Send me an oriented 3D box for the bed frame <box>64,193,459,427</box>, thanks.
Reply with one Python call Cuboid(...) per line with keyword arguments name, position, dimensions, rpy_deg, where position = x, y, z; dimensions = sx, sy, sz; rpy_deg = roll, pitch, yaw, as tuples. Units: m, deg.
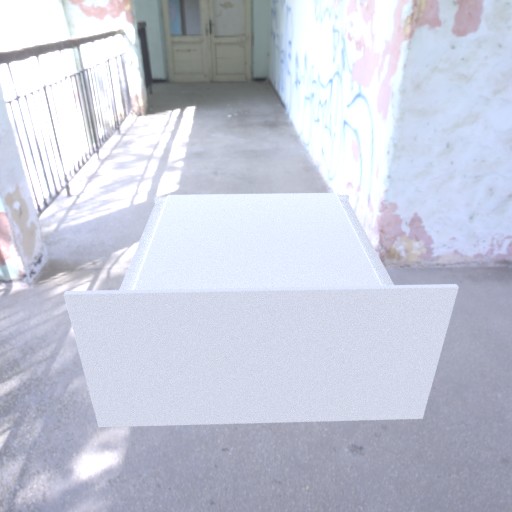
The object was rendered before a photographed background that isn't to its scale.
Cuboid(name="bed frame", position=(0.000, 0.000, 2.865), dimensions=(1.622, 0.800, 1.960), rpy_deg=(-1, 30, -2))
